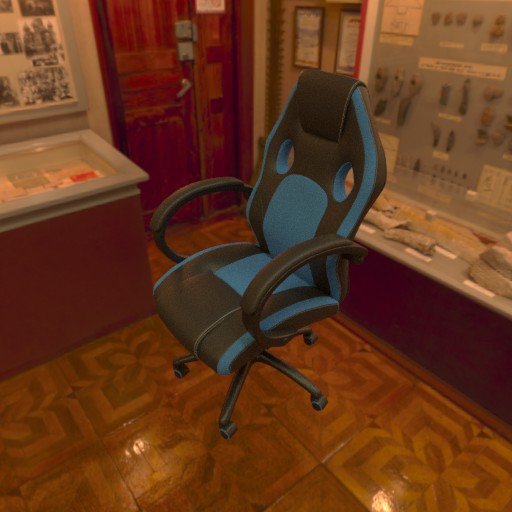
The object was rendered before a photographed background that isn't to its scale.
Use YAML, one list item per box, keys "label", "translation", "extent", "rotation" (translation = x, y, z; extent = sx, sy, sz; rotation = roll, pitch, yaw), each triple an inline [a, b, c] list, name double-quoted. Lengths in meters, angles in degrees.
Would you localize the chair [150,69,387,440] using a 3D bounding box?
- label: "chair"
  translation: [0.000, 0.000, 1.618]
  extent: [0.724, 1.187, 0.673]
  rotation: [-22, 38, -30]
